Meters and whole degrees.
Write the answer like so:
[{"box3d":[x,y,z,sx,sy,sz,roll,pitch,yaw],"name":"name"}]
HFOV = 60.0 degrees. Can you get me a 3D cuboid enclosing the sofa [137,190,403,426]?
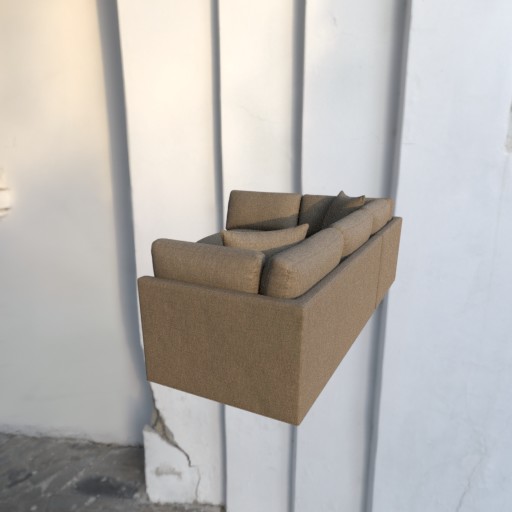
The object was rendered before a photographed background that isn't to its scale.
[{"box3d":[0.000,0.000,3.879,1.994,0.978,2.896,7,17,26],"name":"sofa"}]
